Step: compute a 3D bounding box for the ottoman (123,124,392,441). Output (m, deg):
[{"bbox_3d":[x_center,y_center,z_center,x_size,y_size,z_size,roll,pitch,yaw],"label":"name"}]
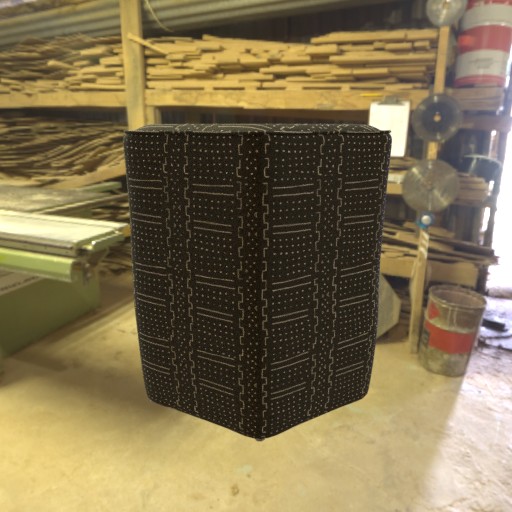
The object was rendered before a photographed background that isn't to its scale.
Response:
[{"bbox_3d":[0.000,0.000,0.881,0.494,0.502,0.443,9,18,27],"label":"ottoman"}]
